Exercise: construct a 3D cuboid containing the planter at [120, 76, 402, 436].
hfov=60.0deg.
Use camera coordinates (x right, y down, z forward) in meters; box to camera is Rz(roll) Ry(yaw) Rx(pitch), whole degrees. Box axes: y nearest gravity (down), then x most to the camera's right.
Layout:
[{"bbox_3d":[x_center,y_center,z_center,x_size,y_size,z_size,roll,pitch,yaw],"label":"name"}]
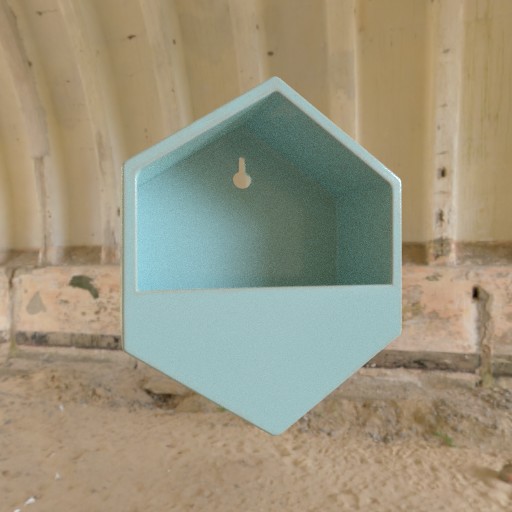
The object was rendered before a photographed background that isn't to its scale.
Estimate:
[{"bbox_3d":[0.000,0.000,0.290,0.169,0.207,0.078,0,0,-18],"label":"planter"}]
